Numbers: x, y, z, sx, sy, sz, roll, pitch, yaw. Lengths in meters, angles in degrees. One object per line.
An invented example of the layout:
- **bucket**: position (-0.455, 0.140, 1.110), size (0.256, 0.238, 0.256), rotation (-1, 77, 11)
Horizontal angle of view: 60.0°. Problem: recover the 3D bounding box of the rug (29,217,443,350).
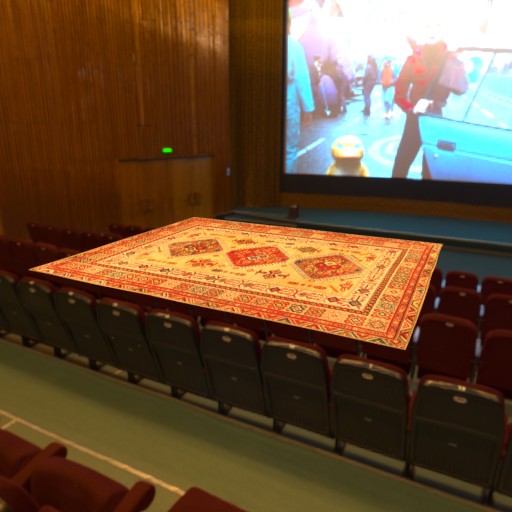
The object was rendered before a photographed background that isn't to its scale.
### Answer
- **rug**: position (0.000, 0.000, 4.130), size (3.067, 0.005, 2.460), rotation (8, 19, 25)
